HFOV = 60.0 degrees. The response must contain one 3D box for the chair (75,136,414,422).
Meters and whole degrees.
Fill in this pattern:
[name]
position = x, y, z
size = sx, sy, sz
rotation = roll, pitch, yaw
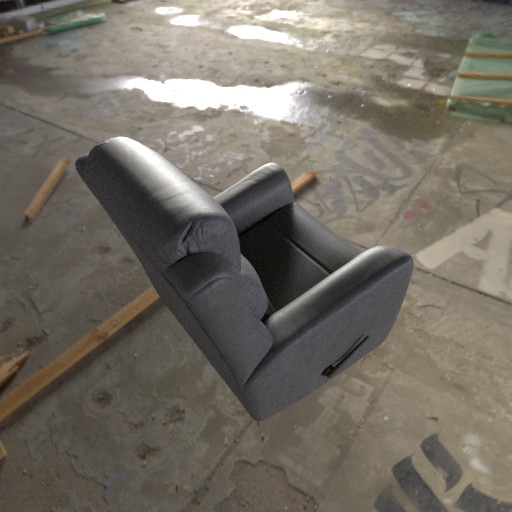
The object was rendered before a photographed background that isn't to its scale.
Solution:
[chair]
position = 0.000, 0.000, 1.911
size = 1.068, 1.116, 0.967
rotation = -26, 48, -26
